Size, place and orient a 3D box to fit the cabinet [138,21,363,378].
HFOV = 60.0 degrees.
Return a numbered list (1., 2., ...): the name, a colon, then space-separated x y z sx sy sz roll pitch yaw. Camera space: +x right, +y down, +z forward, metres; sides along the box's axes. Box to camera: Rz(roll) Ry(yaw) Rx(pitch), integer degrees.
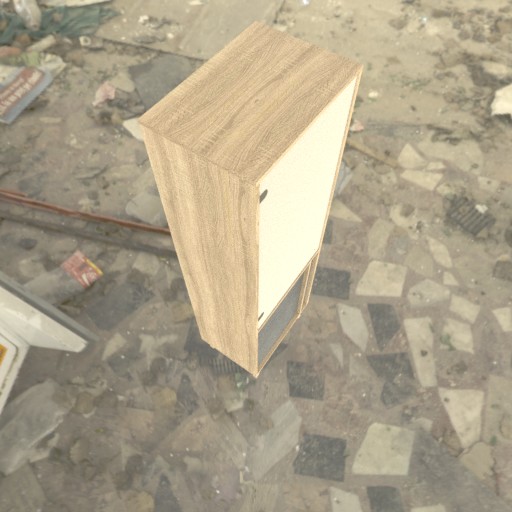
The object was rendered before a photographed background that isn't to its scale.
1. cabinet: 0.000 0.000 2.077 0.400 1.850 0.570 31 64 17
